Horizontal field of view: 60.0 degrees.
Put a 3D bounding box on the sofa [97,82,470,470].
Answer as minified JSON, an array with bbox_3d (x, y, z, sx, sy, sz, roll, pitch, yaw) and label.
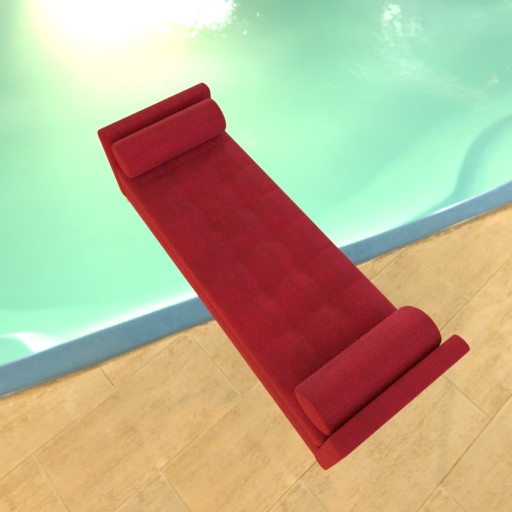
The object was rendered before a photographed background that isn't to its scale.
[{"bbox_3d":[0.000,0.000,2.313,0.686,0.635,1.981,-32,64,-17],"label":"sofa"}]
